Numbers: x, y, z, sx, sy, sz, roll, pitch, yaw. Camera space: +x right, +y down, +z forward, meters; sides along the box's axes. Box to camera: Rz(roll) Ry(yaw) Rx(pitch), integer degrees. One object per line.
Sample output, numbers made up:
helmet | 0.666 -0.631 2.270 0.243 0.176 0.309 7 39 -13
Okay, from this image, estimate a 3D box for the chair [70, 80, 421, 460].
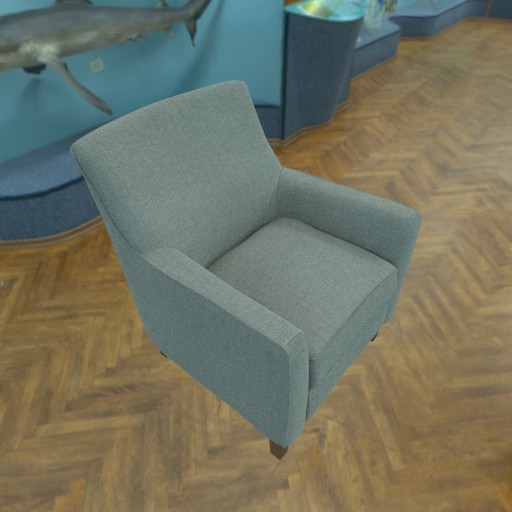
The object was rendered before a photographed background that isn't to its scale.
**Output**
chair | 0.000 0.000 1.789 0.993 1.047 0.887 27 46 29
